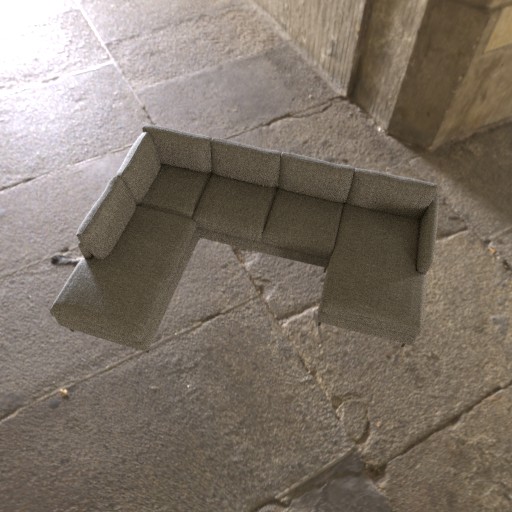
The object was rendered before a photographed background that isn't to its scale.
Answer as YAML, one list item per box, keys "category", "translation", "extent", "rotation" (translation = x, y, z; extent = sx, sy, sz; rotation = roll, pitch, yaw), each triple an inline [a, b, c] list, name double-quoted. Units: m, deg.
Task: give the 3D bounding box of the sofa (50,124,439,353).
- category: "sofa"
  translation: [0.000, 0.000, 3.610]
  extent: [2.737, 0.756, 1.879]
  rotation: [14, 58, 9]
